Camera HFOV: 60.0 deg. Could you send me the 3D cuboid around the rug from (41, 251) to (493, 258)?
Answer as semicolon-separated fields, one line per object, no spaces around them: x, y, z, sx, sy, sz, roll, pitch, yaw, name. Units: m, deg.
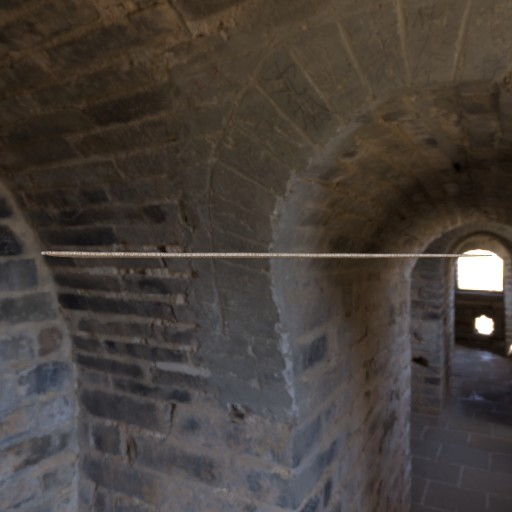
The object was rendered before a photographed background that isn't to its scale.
0.000;0.000;2.270;1.822;0.018;1.211;0;-1;-17;rug
